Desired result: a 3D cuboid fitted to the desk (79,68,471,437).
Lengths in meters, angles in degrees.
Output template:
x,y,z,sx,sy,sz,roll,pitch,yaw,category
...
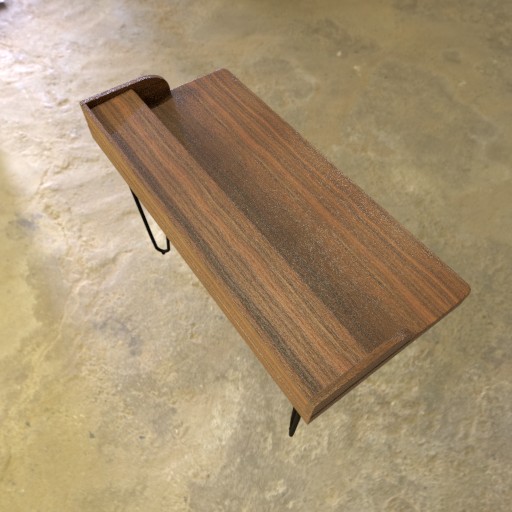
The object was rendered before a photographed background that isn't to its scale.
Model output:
x,y,z,sx,sy,sz,roll,pitch,yaw,category
0.000,0.000,1.626,0.565,0.854,1.200,-31,62,-19,desk
